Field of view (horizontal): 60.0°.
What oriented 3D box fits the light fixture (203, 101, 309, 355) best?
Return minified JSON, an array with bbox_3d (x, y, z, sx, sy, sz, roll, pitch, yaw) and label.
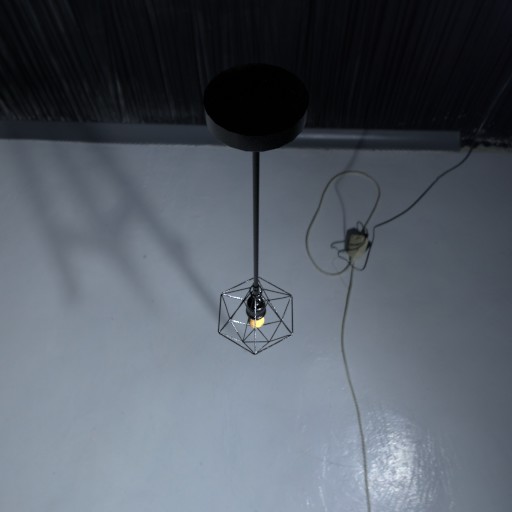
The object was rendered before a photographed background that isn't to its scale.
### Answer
[{"bbox_3d":[0.000,0.000,1.994,0.431,1.764,0.487,1,60,1],"label":"light fixture"}]
